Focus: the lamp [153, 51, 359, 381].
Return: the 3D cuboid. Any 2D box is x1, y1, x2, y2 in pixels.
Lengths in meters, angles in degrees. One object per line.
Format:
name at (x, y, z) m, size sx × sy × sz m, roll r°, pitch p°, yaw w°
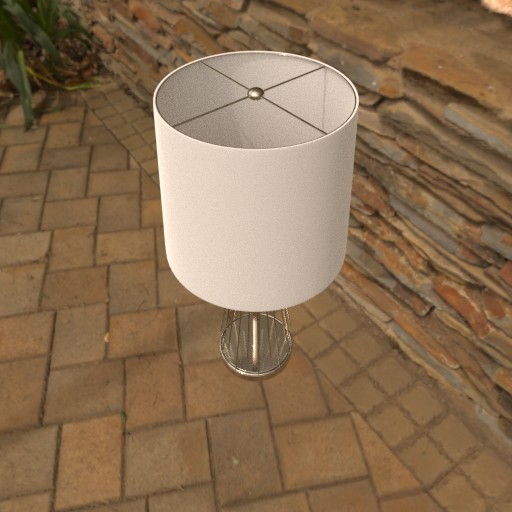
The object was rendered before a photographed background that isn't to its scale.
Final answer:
lamp at (0.000, 0.000, 0.784) m, size 0.303 × 0.618 × 0.303 m, roll 0°, pitch 47°, yaw 0°
